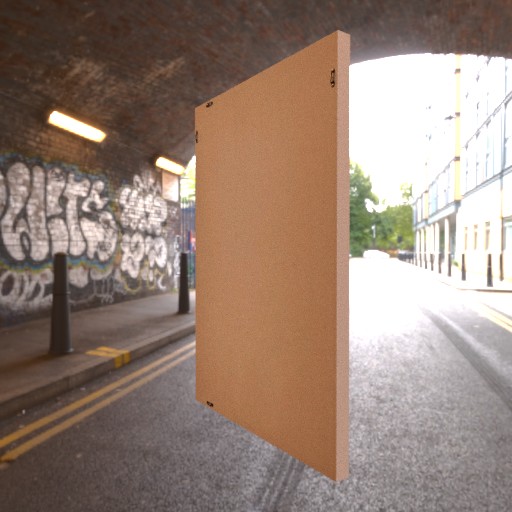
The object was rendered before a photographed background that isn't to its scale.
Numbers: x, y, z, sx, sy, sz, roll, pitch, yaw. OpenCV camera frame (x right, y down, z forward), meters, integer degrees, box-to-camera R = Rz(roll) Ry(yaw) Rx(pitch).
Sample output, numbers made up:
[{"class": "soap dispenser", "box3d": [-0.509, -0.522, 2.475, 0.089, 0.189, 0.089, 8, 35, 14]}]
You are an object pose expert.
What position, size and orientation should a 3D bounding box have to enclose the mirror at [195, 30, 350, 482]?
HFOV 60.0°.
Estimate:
[{"class": "mirror", "box3d": [0.000, 0.000, 1.152, 0.041, 0.915, 0.609, -1, 1, -36]}]
